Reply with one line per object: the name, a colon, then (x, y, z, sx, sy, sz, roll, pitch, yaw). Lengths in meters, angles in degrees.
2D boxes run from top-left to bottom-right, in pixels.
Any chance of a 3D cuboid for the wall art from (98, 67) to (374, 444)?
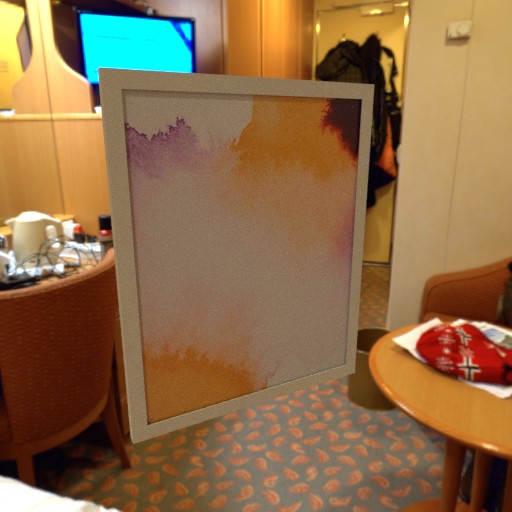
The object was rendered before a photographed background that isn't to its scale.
wall art: (0.000, 0.000, 1.081, 0.661, 0.811, 0.026, -8, 18, -27)
